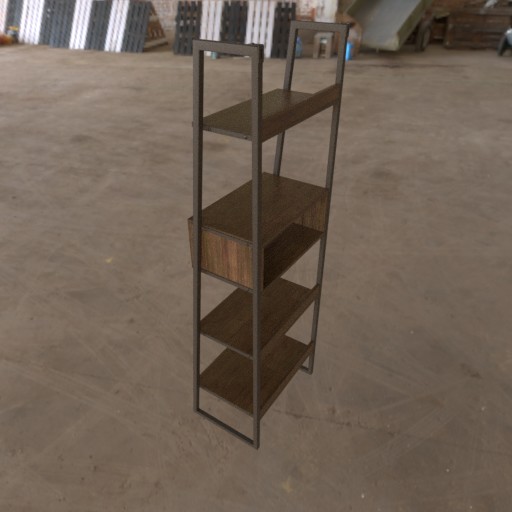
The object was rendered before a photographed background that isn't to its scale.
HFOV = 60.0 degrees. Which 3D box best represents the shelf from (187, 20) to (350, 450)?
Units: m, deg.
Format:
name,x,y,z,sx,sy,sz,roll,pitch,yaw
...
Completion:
name,x,y,z,sx,sy,sz,roll,pitch,yaw
shelf,0.000,0.000,2.169,0.454,2.005,0.652,20,39,27
